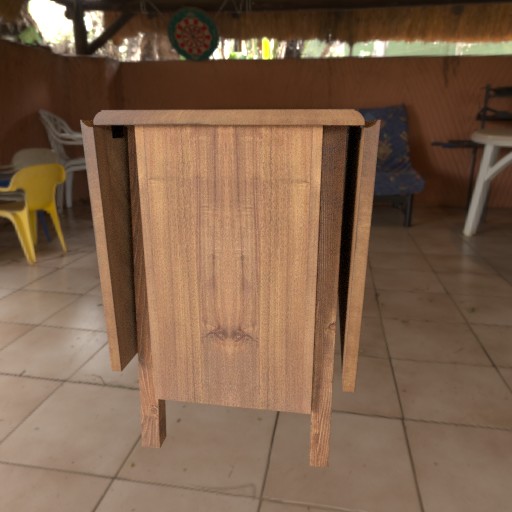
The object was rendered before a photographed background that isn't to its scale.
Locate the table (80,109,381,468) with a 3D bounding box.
[{"bbox_3d":[0.000,0.000,1.605,0.701,0.981,0.967,3,17,9],"label":"table"}]
